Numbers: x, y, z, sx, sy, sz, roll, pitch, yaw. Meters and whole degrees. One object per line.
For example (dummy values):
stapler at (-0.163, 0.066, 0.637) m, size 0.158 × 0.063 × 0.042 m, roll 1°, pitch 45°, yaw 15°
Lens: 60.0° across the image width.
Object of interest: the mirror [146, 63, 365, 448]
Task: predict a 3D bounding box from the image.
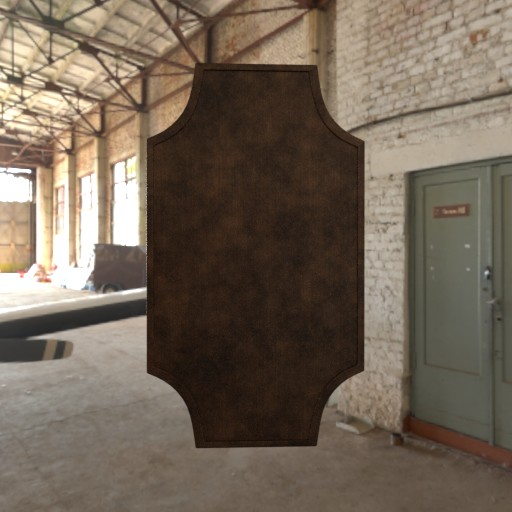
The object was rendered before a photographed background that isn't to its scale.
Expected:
mirror at (0.000, 0.000, 0.970) m, size 0.462 × 0.811 × 0.066 m, roll 0°, pitch 0°, yaw -2°
